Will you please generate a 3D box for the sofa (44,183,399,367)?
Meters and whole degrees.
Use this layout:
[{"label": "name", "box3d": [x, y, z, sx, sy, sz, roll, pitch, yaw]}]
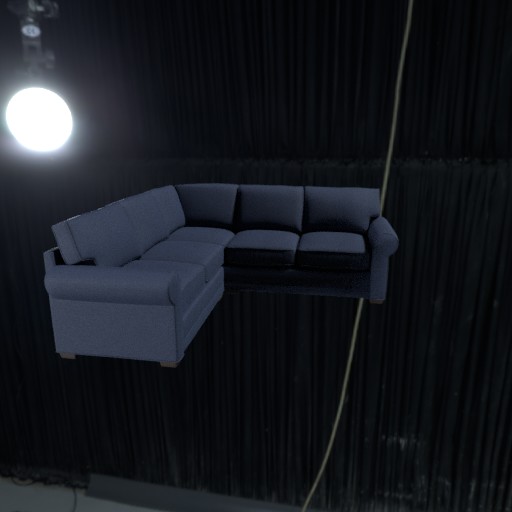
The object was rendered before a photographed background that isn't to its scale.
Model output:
[{"label": "sofa", "box3d": [0.000, 0.000, 3.975, 2.562, 1.042, 2.487, 2, 16, 9]}]
